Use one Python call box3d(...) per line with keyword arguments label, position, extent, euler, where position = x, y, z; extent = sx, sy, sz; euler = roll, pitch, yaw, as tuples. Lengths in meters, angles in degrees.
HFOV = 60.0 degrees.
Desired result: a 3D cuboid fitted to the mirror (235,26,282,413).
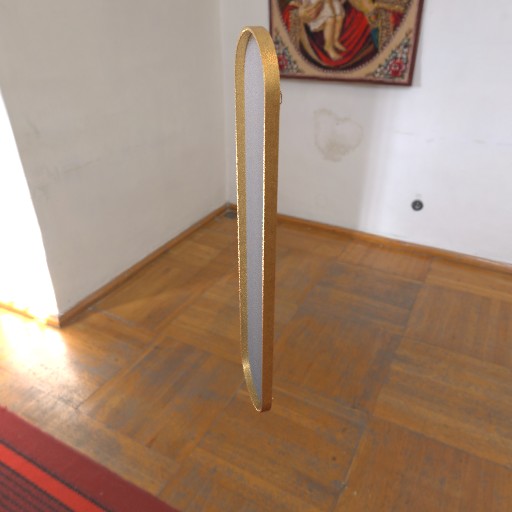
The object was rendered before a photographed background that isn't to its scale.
box3d(label="mirror", position=(0.000, 0.000, 1.075), extent=(0.032, 0.991, 0.222), euler=(-9, 32, -14))
